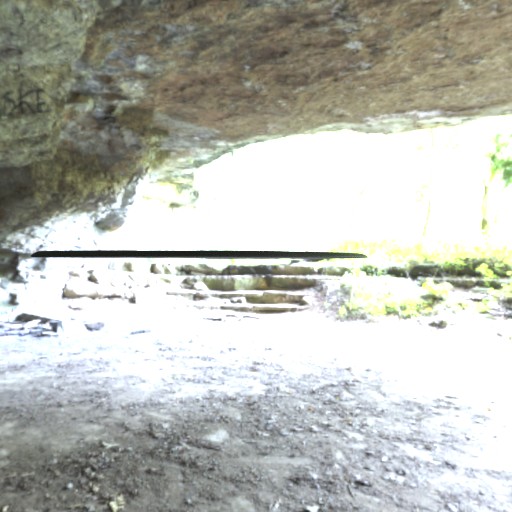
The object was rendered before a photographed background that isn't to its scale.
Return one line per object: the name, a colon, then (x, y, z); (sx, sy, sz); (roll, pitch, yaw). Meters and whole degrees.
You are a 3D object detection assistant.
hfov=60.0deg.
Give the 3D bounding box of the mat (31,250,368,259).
mat: (0.000, 0.000, 1.865); (0.917, 0.022, 1.525); (0, -1, 18)
